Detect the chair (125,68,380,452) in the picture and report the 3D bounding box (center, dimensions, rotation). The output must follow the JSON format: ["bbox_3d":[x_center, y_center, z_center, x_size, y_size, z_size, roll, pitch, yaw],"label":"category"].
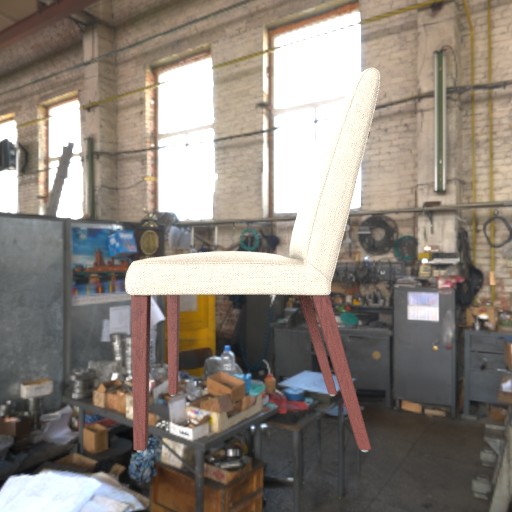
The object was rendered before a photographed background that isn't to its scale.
[{"bbox_3d":[0.000,0.000,1.231,0.594,0.900,0.480,0,0,0],"label":"chair"}]
